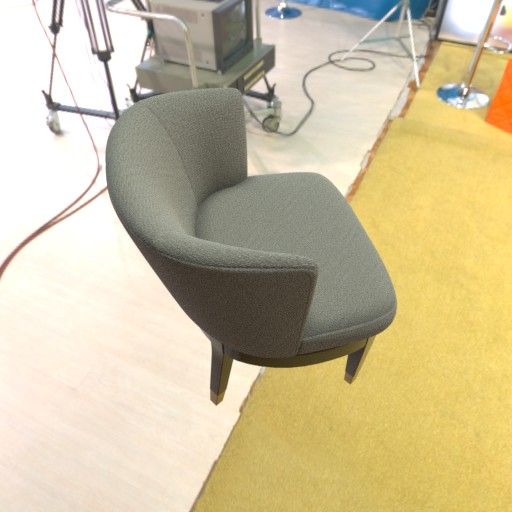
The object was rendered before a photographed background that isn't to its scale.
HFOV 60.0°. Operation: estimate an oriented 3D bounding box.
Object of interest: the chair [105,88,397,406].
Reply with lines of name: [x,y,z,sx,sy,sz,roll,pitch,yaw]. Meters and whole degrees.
chair: [0.000,0.000,1.264,0.660,0.760,0.700,-10,48,-9]
